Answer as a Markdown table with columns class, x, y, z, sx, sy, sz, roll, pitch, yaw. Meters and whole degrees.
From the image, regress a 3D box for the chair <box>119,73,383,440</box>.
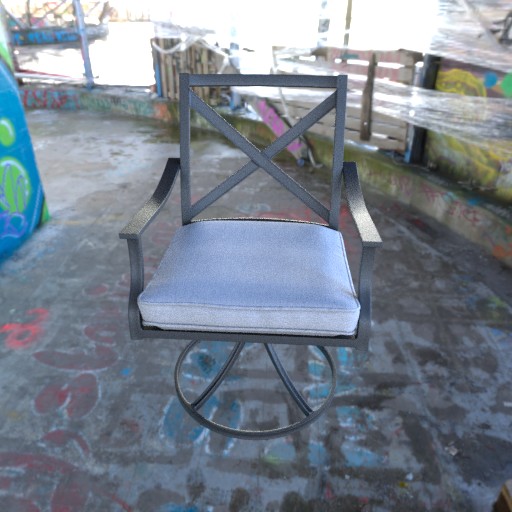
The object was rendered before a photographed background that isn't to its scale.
| class | x | y | z | sx | sy | sz | roll | pitch | yaw |
| --- | --- | --- | --- | --- | --- | --- | --- | --- | --- |
| chair | 0.000 | 0.000 | 1.264 | 0.575 | 0.889 | 0.620 | 2 | 31 | 3 |
